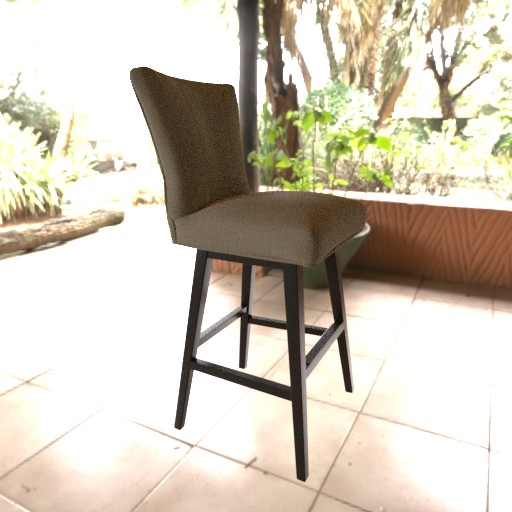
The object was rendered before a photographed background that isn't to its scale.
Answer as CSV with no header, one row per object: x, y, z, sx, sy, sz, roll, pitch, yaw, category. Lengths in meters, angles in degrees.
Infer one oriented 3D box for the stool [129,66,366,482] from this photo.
0.000,0.000,1.402,0.574,1.086,0.514,7,17,26,stool
